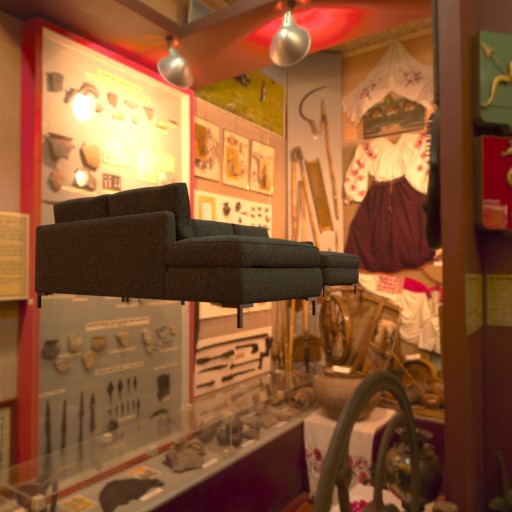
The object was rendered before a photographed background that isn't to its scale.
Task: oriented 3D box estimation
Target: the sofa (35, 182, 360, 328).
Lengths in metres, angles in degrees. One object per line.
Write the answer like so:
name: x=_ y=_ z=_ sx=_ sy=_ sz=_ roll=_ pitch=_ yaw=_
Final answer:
sofa: x=0.000 y=0.000 z=3.895 sx=2.007 sy=0.813 sz=2.956 roll=-1 pitch=-2 yaw=36
